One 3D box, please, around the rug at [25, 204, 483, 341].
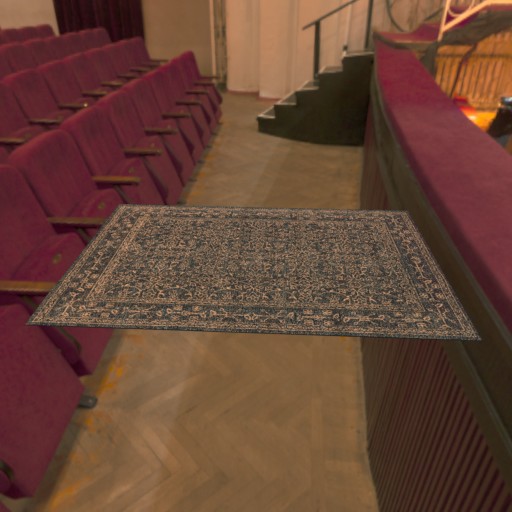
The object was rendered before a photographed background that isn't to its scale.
[{"bbox_3d":[0.000,0.000,2.268,1.819,0.005,1.200,2,31,3],"label":"rug"}]
